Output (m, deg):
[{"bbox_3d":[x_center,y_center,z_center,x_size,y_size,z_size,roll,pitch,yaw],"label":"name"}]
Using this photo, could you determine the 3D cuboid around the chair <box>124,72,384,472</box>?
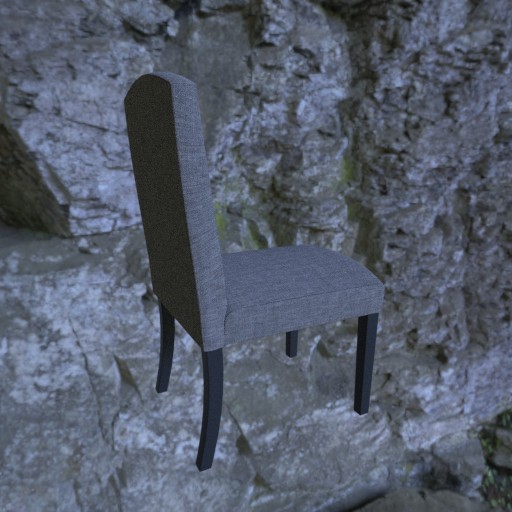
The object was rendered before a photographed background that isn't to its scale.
[{"bbox_3d":[0.000,0.000,1.237,0.580,0.917,0.451,-8,17,-26],"label":"chair"}]
